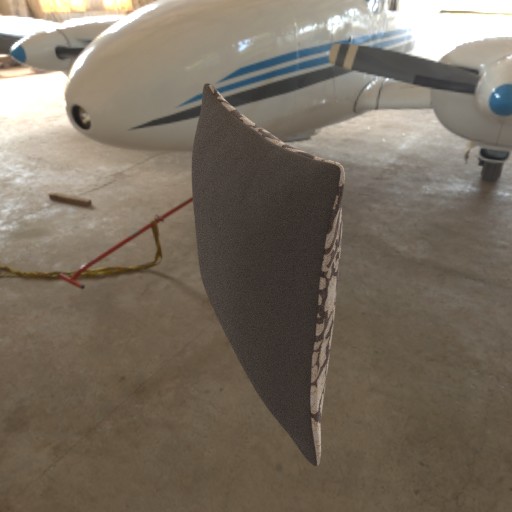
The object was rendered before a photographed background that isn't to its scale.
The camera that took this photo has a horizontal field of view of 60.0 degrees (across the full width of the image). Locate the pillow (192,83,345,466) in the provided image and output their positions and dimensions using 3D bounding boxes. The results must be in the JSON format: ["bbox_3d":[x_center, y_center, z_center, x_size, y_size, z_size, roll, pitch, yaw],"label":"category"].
[{"bbox_3d":[0.000,0.000,0.796,0.166,0.507,0.526,-11,32,-18],"label":"pillow"}]
